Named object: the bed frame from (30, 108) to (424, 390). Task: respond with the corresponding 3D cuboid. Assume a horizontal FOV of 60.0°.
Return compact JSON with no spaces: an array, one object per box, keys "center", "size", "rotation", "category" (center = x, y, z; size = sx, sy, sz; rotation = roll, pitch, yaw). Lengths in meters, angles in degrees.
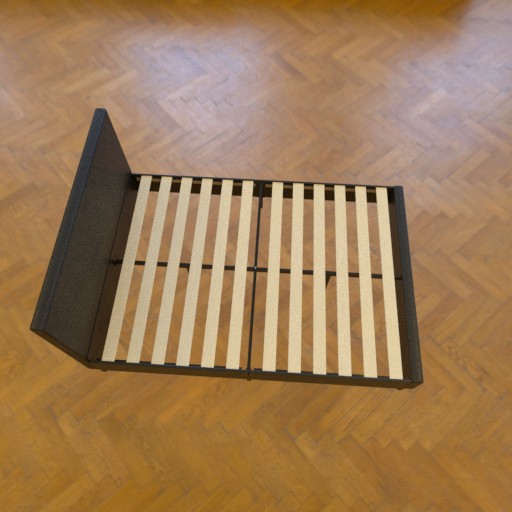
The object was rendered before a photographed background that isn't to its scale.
[{"center":[0.000,0.000,2.938],"size":[2.152,1.046,1.469],"rotation":[3,63,2],"category":"bed frame"}]
